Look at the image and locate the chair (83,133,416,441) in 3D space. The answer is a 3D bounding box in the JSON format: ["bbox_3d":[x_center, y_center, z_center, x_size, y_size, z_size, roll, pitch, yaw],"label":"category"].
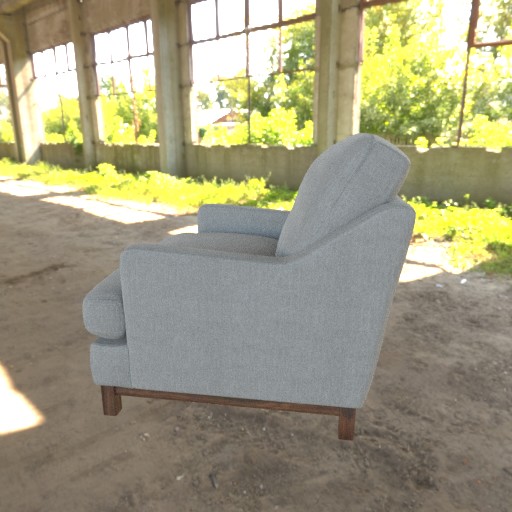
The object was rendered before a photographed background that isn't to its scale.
[{"bbox_3d":[0.000,0.000,1.535,0.892,0.821,0.826,2,16,9],"label":"chair"}]
